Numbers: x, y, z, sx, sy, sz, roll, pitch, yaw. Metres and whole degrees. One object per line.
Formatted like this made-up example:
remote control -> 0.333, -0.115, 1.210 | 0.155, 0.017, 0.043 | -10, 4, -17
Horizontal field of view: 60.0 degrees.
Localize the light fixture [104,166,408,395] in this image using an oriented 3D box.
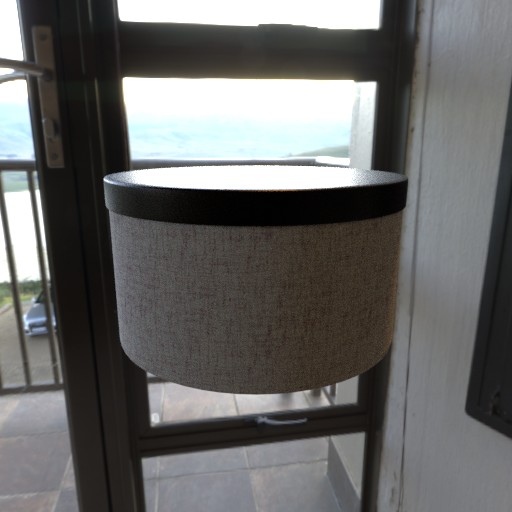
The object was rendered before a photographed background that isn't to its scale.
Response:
light fixture -> 0.000, 0.000, 0.625 | 0.389, 0.229, 0.389 | 0, 15, 0
